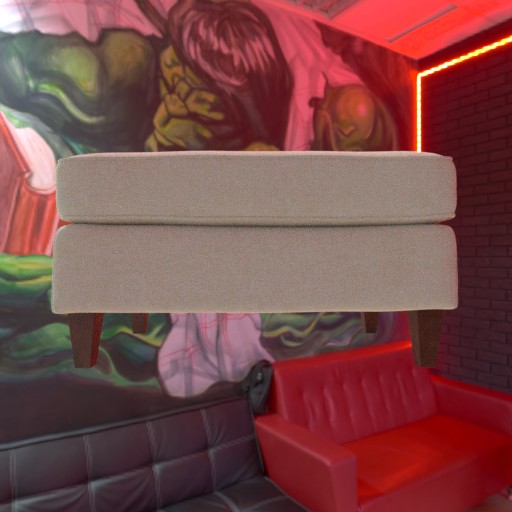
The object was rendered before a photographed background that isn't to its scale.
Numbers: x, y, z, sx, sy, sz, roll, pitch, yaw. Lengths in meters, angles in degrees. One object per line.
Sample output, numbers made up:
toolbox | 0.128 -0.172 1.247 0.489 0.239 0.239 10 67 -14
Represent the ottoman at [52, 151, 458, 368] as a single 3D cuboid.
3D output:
ottoman | 0.000 0.000 1.193 0.862 0.484 0.583 0 -1 -1
